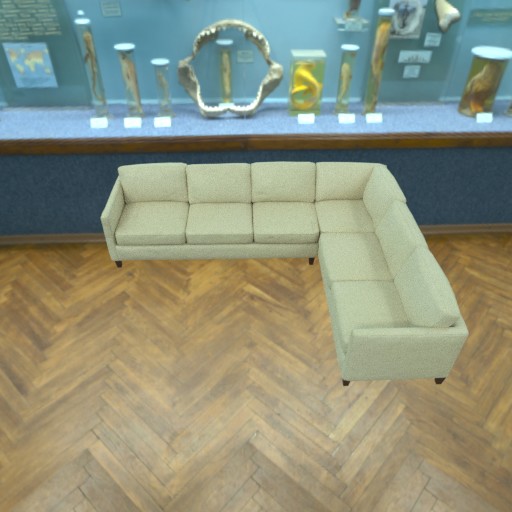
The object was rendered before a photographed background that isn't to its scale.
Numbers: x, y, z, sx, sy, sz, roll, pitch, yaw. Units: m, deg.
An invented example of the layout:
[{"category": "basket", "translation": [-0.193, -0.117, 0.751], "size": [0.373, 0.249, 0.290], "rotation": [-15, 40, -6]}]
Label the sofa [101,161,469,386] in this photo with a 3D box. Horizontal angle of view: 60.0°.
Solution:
[{"category": "sofa", "translation": [0.000, 0.000, 4.535], "size": [3.302, 0.947, 2.593], "rotation": [-1, 41, -1]}]
